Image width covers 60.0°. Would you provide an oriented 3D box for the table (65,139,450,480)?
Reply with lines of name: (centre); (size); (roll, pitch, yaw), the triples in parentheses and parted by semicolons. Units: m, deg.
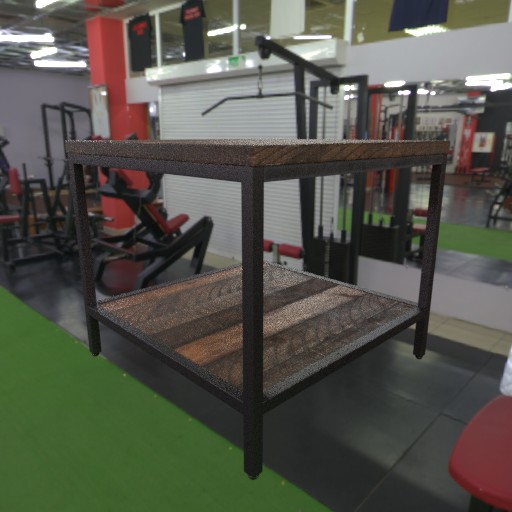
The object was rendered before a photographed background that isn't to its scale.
table: (0.000, 0.000, 0.956); (0.548, 0.482, 0.553); (-14, 21, -42)
